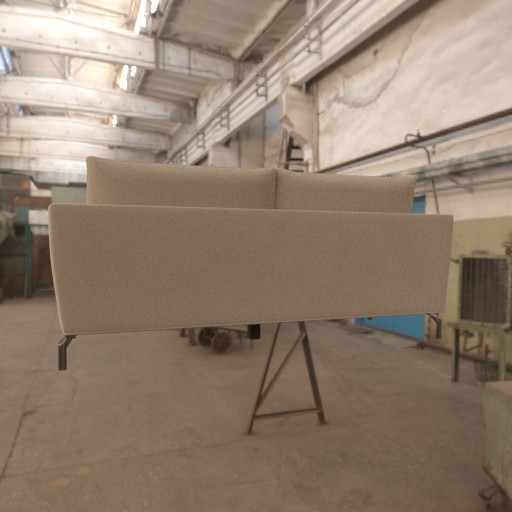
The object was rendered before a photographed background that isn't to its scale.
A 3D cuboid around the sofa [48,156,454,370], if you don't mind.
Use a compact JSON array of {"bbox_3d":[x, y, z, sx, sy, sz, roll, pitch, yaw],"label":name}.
[{"bbox_3d":[0.000,0.000,2.683,2.214,1.005,0.868,0,1,-19],"label":"sofa"}]
